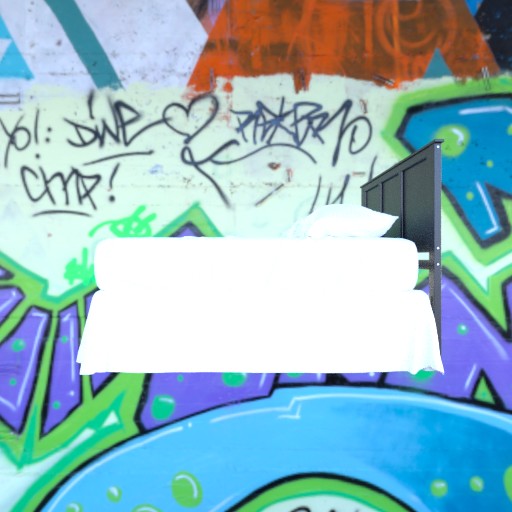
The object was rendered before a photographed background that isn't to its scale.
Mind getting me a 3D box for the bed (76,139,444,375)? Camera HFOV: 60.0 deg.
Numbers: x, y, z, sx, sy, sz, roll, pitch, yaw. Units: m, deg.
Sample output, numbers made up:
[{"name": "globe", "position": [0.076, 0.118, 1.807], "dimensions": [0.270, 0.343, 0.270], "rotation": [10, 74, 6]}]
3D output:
[{"name": "bed", "position": [0.000, 0.000, 3.220], "dimensions": [2.050, 1.270, 1.870], "rotation": [0, 0, -1]}]
